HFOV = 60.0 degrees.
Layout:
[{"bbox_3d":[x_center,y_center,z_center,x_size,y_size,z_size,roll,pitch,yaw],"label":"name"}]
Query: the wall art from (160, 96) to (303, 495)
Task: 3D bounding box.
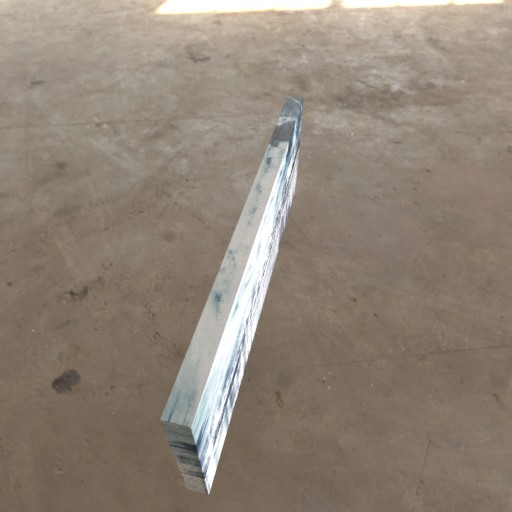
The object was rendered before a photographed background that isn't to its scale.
[{"bbox_3d":[0.000,0.000,0.828,0.037,0.251,0.759,10,48,9],"label":"wall art"}]
